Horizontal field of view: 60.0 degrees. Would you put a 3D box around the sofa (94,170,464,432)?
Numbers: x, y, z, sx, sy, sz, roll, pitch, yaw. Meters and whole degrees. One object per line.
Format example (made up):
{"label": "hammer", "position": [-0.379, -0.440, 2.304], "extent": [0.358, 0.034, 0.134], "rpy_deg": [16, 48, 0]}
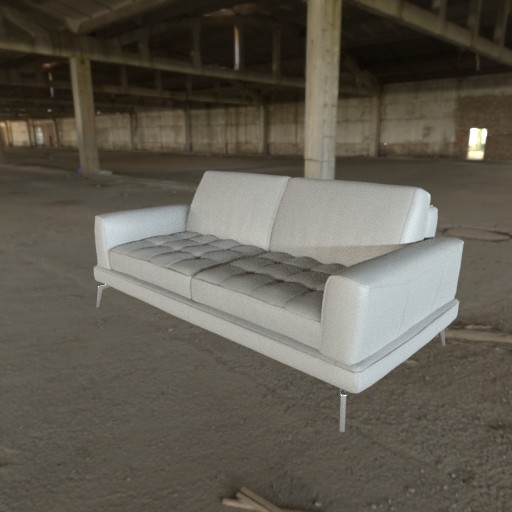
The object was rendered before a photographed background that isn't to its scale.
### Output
{"label": "sofa", "position": [0.000, 0.000, 2.743], "extent": [2.177, 0.930, 1.121], "rpy_deg": [14, 20, 42]}
